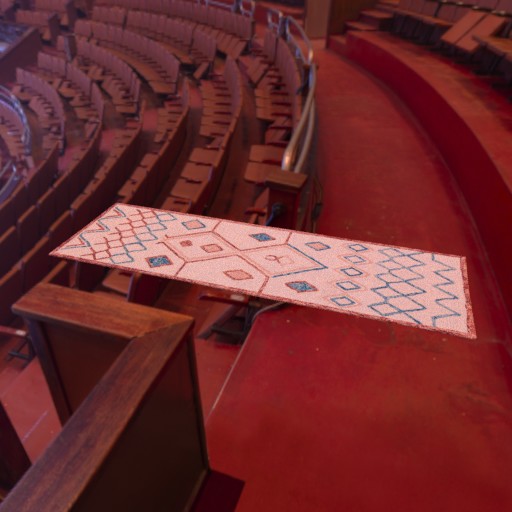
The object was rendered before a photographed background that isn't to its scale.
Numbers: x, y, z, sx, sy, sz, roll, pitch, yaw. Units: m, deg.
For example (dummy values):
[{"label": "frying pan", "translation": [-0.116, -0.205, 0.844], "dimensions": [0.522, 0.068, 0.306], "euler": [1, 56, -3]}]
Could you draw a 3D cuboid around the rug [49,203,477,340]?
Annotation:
[{"label": "rug", "translation": [0.000, 0.000, 2.706], "dimensions": [2.435, 0.011, 0.750], "euler": [10, 34, 15]}]
